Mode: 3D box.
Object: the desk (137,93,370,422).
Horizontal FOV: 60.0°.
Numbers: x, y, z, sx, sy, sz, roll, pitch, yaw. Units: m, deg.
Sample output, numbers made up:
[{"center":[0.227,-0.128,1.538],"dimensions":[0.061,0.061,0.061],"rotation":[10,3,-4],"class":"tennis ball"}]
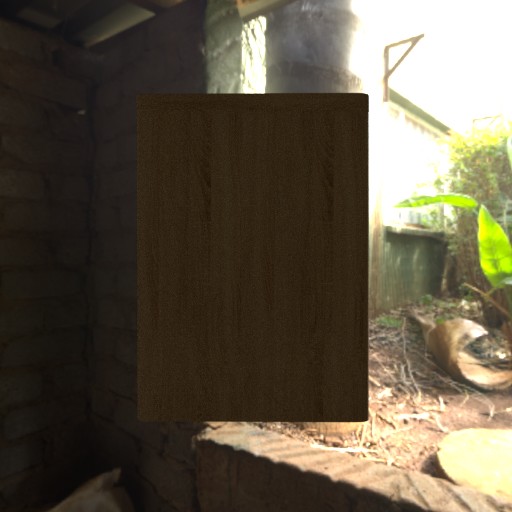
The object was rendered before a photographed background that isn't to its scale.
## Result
[{"center":[0.000,0.000,1.623],"dimensions":[0.550,0.760,1.200],"rotation":[0,0,1],"class":"desk"}]
